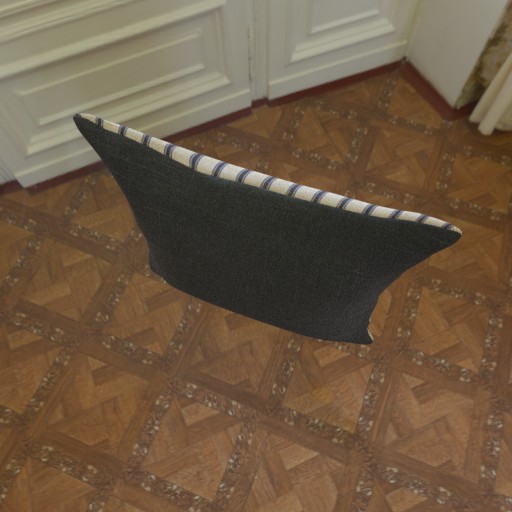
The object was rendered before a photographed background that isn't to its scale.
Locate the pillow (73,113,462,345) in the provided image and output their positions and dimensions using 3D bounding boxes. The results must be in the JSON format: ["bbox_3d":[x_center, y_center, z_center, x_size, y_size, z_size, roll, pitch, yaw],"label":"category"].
[{"bbox_3d":[0.000,0.000,0.689,0.468,0.444,0.138,18,65,9],"label":"pillow"}]
